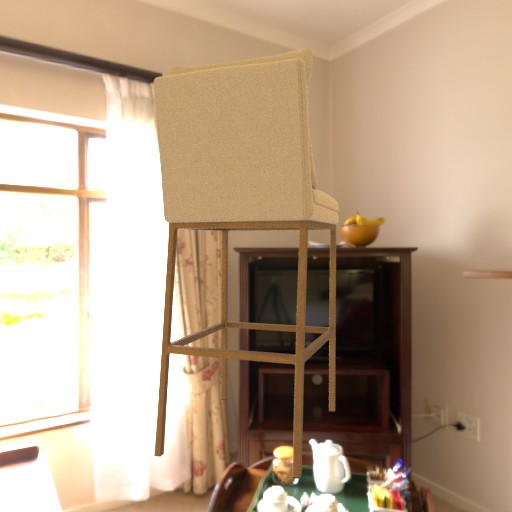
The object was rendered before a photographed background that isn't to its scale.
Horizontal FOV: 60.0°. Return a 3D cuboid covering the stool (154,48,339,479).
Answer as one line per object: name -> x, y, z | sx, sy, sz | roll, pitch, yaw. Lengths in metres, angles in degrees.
stool -> 0.000, 0.000, 1.434 | 0.463, 1.125, 0.572 | 0, 0, 18
